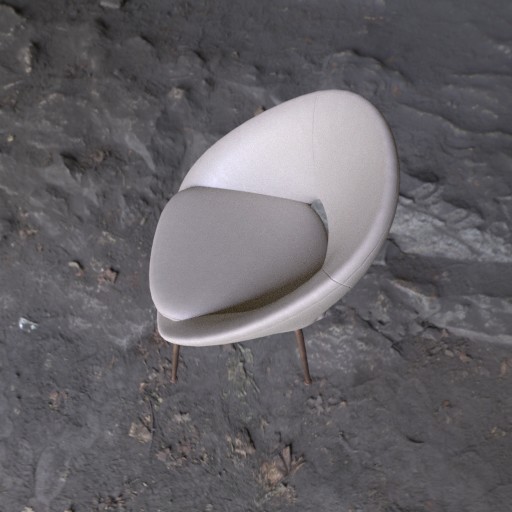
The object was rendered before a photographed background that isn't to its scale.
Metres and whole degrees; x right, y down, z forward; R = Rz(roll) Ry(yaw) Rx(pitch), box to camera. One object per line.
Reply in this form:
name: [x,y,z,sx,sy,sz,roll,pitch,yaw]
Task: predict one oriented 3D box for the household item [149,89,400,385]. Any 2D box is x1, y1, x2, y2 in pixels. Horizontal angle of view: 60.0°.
household item: [0.000,0.000,1.232,0.573,0.852,0.623,1,59,1]
